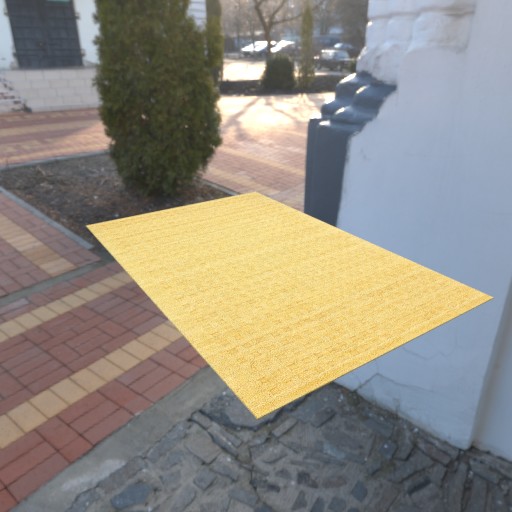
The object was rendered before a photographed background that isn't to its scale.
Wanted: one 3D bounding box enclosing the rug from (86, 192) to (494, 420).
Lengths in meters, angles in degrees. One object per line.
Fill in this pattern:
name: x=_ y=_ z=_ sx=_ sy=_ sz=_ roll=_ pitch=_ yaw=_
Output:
rug: x=0.000 y=0.000 z=2.841 sx=1.524 sy=0.006 sz=2.286 roll=-16 pitch=30 yaw=-30
